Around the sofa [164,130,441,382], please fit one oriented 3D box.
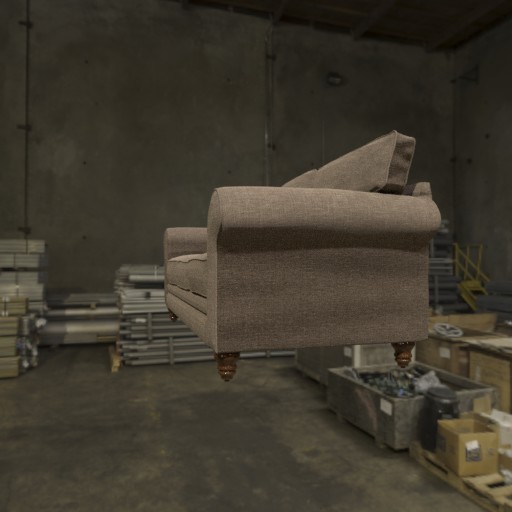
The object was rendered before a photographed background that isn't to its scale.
[{"bbox_3d":[0.000,0.000,2.593,0.916,0.961,2.084,0,-1,-17],"label":"sofa"}]
